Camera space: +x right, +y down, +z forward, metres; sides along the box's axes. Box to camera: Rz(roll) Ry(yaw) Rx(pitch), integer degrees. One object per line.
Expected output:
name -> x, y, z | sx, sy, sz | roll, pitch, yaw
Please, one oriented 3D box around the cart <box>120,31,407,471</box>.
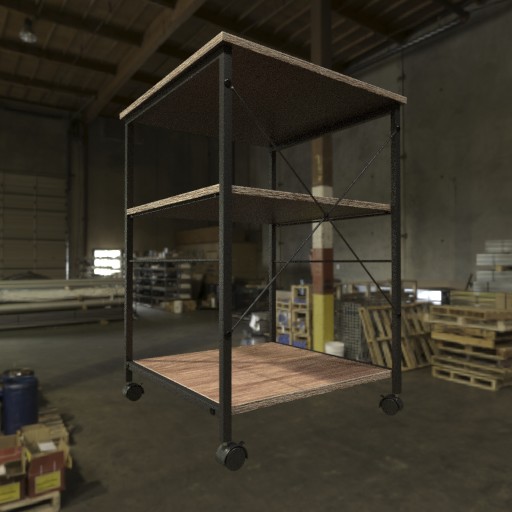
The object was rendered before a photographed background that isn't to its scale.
cart -> 0.000, 0.000, 1.120 | 0.521, 0.762, 0.520 | 1, -1, -36
